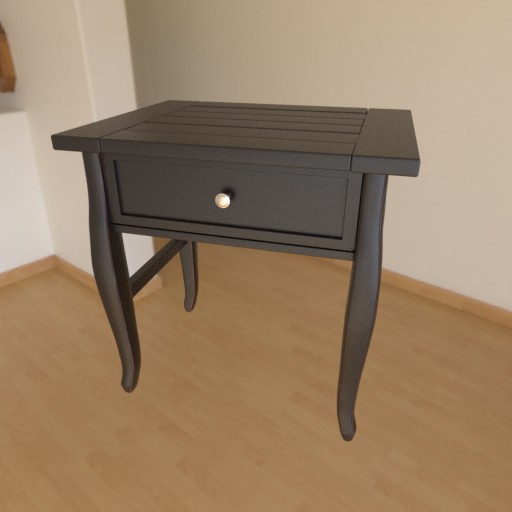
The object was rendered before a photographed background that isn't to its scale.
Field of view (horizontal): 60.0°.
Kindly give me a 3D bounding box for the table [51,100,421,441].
[{"bbox_3d":[0.000,0.000,1.017,0.602,0.604,0.460,7,28,14],"label":"table"}]
